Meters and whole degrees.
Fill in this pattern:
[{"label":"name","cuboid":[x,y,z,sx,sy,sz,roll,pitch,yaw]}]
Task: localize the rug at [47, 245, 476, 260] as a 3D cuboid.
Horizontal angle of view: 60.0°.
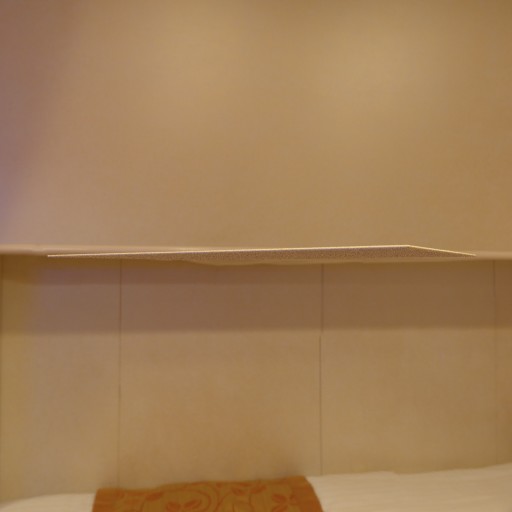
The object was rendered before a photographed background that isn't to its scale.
[{"label":"rug","cuboid":[0.000,0.000,2.959,2.441,0.014,1.531,-1,-2,35]}]
